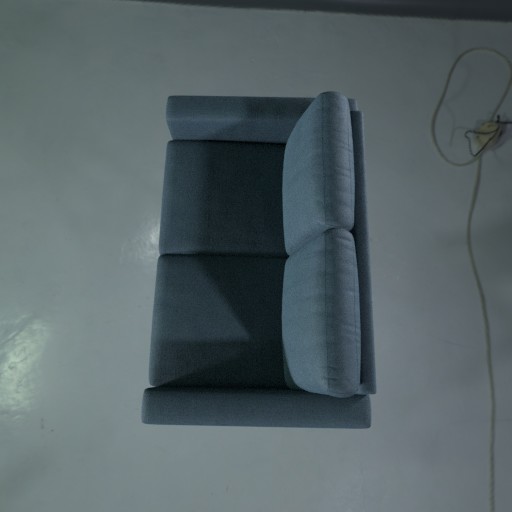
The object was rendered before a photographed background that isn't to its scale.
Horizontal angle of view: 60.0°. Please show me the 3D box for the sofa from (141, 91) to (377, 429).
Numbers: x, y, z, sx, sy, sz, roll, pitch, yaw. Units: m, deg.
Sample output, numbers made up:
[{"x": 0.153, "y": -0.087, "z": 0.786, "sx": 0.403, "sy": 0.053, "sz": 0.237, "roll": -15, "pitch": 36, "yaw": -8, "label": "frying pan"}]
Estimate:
[{"x": 0.000, "y": 0.000, "z": 2.109, "sx": 0.955, "sy": 0.903, "sz": 1.489, "roll": 1, "pitch": 75, "yaw": 0, "label": "sofa"}]
